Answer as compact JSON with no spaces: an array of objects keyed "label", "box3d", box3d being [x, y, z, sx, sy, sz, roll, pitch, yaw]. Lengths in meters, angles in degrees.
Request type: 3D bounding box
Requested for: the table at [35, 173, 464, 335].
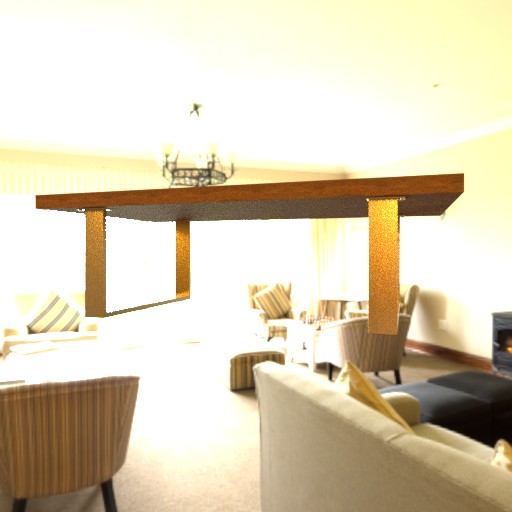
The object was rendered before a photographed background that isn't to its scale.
[{"label":"table","box3d":[0.000,0.000,1.744,1.400,0.440,0.800,0,1,19]}]
